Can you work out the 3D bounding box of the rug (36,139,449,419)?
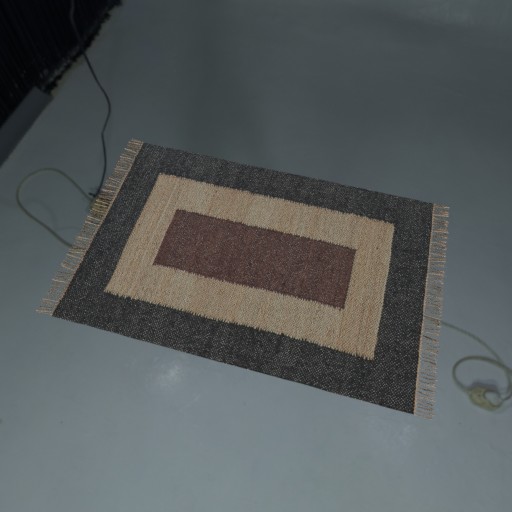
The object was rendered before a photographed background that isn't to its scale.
[{"bbox_3d":[0.000,0.000,2.422,2.021,0.027,1.224,13,62,7],"label":"rug"}]
